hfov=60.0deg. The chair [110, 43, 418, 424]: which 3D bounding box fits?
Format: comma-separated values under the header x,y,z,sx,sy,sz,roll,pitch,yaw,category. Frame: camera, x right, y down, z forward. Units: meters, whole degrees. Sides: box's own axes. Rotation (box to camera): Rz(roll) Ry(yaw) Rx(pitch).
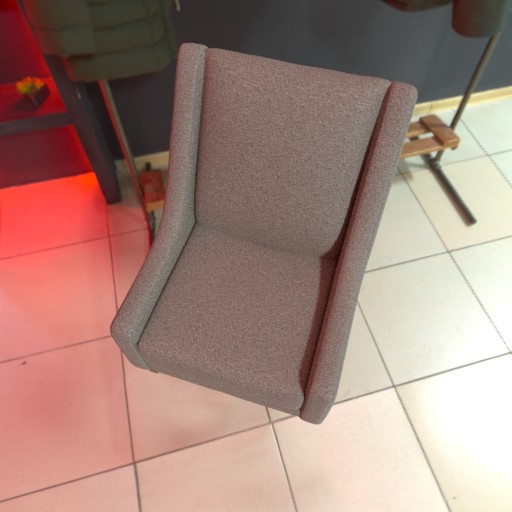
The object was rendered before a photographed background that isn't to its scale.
x,y,z,sx,sy,sz,roll,pitch,yaw,category
0.000,0.000,1.575,0.774,1.016,0.870,15,59,9,chair
